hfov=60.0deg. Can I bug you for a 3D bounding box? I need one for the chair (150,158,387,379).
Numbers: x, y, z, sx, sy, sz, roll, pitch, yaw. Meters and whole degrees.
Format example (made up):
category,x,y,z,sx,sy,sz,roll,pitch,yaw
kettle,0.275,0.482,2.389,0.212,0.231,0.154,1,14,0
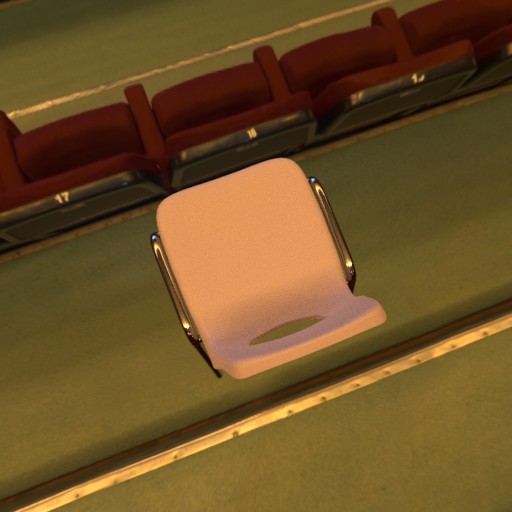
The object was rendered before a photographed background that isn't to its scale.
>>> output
category,x,y,z,sx,sy,sz,roll,pitch,yaw
chair,0.000,0.000,0.807,0.354,0.537,0.385,-20,77,-5
